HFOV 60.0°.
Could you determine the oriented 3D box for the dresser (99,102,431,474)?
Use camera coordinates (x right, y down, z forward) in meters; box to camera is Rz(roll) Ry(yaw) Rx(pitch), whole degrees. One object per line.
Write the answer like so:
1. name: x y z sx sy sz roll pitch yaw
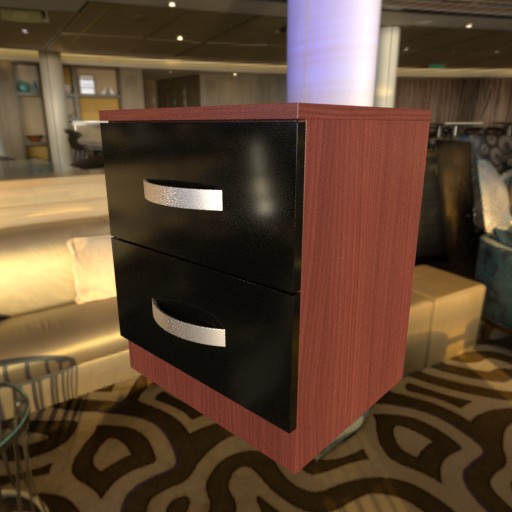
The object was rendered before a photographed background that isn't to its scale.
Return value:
1. dresser: 0.000 0.000 0.751 0.400 0.470 0.360 15 22 41
